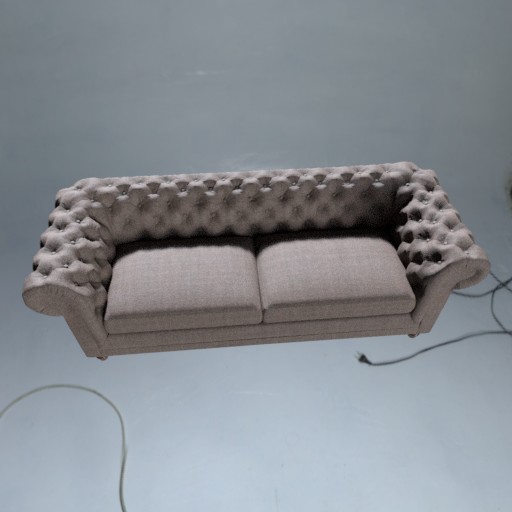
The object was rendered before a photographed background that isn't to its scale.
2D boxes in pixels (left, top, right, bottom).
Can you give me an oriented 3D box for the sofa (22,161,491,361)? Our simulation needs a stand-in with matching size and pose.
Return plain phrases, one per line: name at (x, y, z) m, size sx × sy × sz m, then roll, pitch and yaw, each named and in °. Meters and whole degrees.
sofa at (0.000, 0.000, 2.732) m, size 2.385 × 0.787 × 0.944 m, roll -3°, pitch 46°, yaw -3°
